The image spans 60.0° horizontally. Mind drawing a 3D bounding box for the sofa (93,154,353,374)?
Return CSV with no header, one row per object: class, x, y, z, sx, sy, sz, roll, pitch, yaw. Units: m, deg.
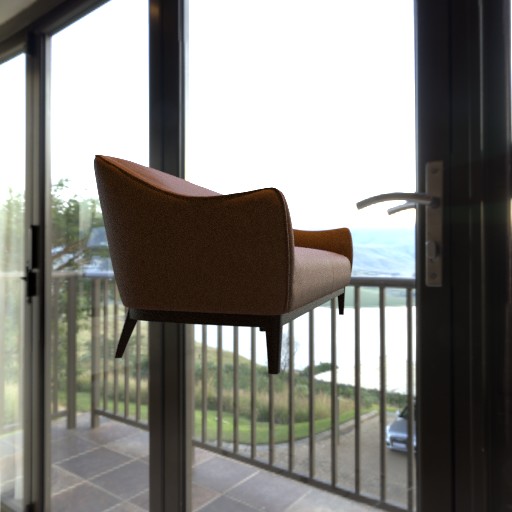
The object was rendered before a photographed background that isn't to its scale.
sofa,0.000,0.000,2.461,0.869,0.830,1.928,0,-1,18
